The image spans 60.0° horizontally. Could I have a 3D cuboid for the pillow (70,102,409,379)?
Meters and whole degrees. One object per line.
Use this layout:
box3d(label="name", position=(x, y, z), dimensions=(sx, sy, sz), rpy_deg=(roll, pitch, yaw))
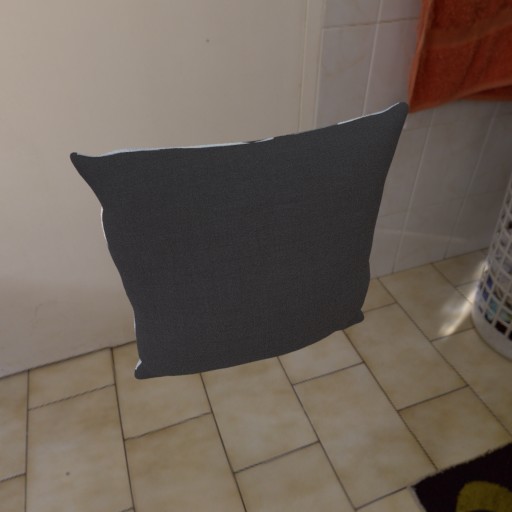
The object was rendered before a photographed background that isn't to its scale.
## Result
box3d(label="pillow", position=(0.000, 0.000, 0.776), dimensions=(0.503, 0.496, 0.208), rpy_deg=(-12, 42, -14))
